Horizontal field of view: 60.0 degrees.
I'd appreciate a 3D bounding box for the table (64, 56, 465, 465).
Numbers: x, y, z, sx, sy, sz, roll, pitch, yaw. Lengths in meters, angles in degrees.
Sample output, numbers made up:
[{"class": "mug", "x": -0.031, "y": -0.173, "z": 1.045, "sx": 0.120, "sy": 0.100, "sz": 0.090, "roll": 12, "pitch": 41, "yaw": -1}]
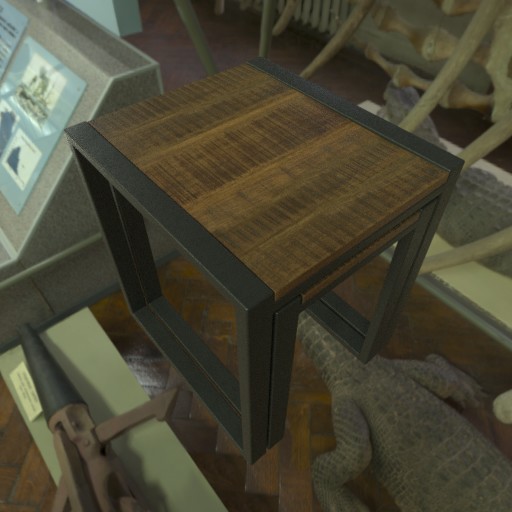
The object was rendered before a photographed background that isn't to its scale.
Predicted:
[{"class": "table", "x": 0.000, "y": 0.000, "z": 0.935, "sx": 0.449, "sy": 0.550, "sz": 0.500, "roll": -32, "pitch": 55, "yaw": -26}]
